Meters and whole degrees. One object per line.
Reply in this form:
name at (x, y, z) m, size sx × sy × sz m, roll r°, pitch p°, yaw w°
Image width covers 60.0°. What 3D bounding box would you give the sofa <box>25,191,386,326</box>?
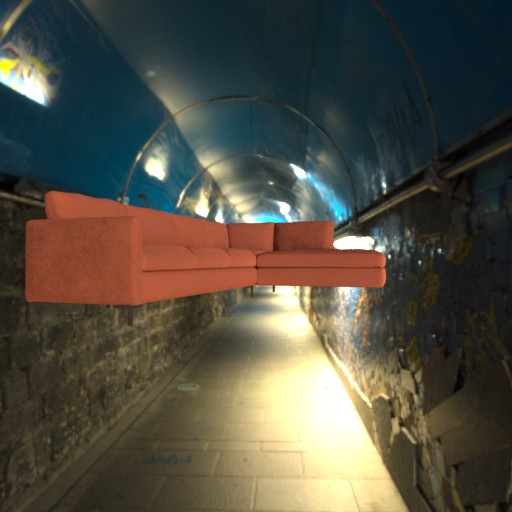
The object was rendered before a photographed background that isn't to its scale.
sofa at (0.000, 0.000, 3.487) m, size 1.879 × 0.757 × 2.736 m, roll 0°, pitch -1°, yaw 19°
